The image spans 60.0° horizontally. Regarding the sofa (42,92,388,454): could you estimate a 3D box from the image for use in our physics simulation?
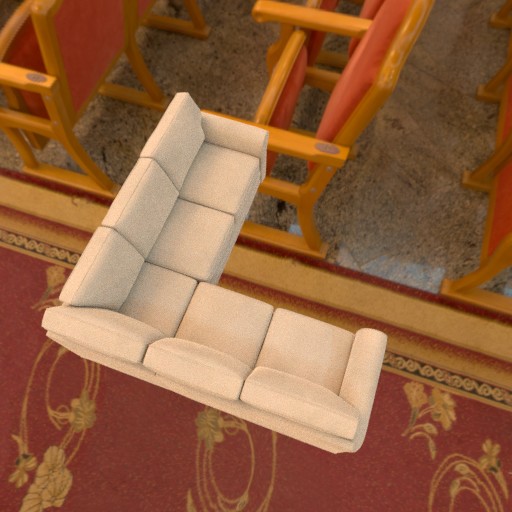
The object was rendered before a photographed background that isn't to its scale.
[{"bbox_3d":[0.000,0.000,3.930,2.487,1.054,2.569,18,66,8],"label":"sofa"}]
